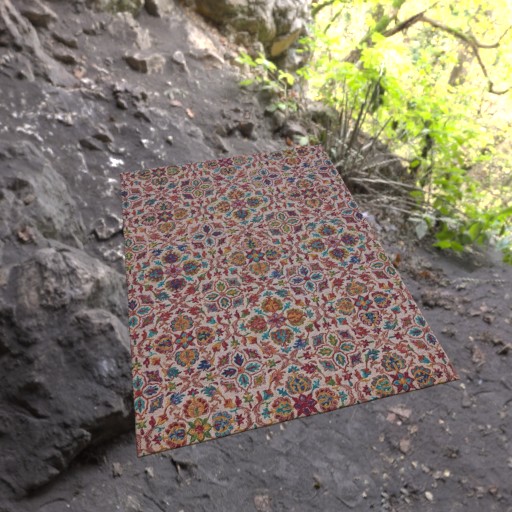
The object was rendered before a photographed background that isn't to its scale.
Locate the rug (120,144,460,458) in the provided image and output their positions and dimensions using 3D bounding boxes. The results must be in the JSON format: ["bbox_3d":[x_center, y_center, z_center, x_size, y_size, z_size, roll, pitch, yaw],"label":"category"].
[{"bbox_3d":[0.000,0.000,4.245,2.446,0.020,3.215,-10,49,-9],"label":"rug"}]
